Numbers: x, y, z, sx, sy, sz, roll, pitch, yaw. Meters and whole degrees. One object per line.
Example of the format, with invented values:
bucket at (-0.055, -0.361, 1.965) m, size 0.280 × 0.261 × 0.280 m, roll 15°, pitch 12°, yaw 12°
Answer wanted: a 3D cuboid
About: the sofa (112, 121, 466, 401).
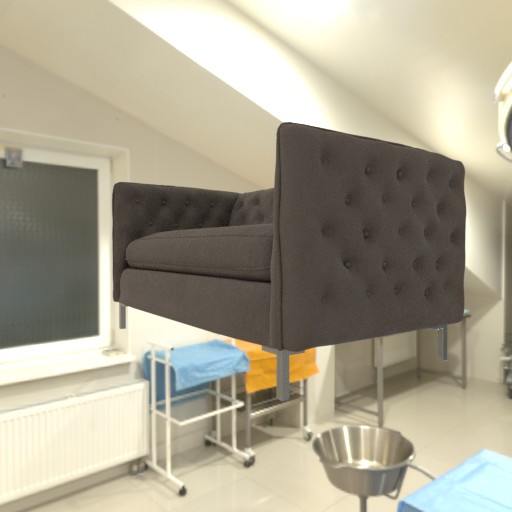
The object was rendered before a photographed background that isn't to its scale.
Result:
sofa at (0.000, 0.000, 2.084) m, size 0.909 × 0.810 × 1.583 m, roll -1°, pitch 1°, yaw -36°
